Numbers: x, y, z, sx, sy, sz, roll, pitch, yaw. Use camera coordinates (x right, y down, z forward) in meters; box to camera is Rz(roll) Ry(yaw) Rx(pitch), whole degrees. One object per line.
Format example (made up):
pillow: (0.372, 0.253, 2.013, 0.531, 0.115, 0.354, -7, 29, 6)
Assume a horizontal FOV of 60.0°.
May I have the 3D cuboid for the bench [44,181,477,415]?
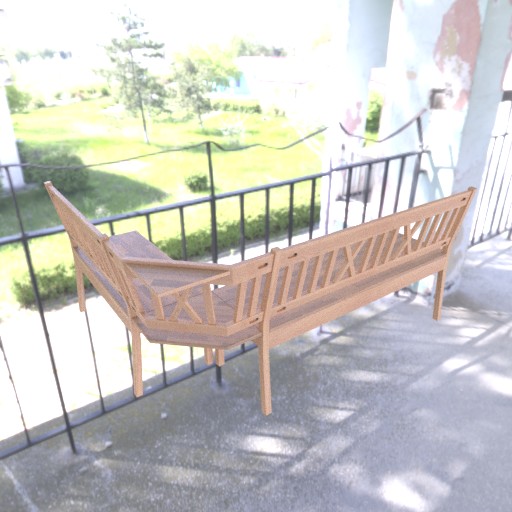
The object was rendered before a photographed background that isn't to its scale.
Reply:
bench: (0.000, 0.000, 2.721, 1.937, 0.902, 1.537, -17, 31, -32)
